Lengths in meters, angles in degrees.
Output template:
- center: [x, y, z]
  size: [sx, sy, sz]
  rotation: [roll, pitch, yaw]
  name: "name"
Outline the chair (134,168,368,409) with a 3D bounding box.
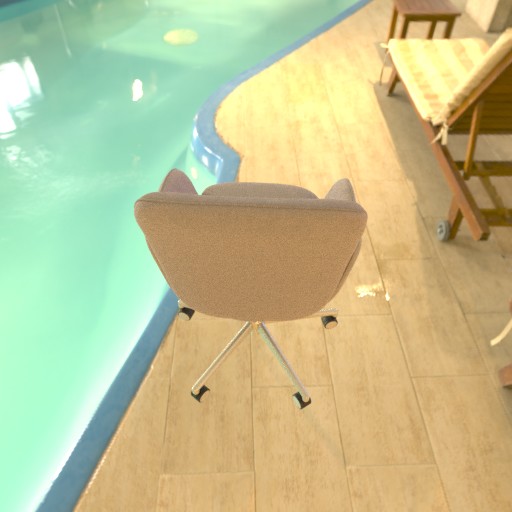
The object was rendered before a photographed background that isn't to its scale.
- center: [0.000, 0.000, 1.416]
  size: [0.648, 0.959, 0.654]
  rotation: [3, 47, 3]
  name: "chair"
